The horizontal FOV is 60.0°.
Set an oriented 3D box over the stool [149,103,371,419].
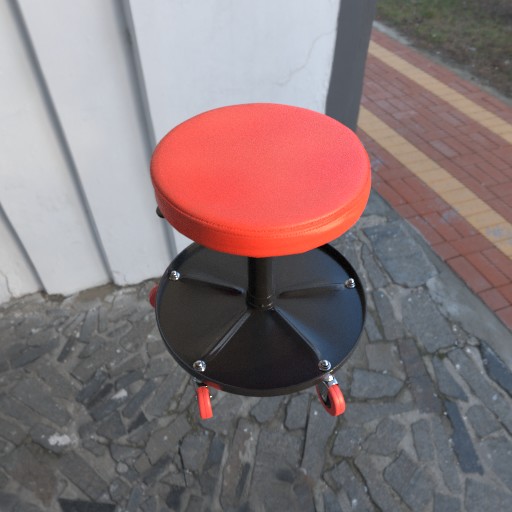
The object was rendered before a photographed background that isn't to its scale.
[{"bbox_3d":[0.000,0.000,0.674,0.382,0.365,0.381,-4,46,-4],"label":"stool"}]
